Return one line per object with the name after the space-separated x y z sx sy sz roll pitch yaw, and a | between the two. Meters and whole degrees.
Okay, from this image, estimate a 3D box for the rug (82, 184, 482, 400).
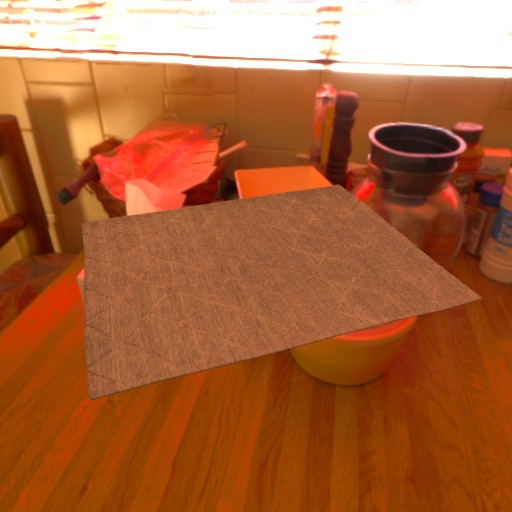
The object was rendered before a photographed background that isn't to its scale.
0.000 0.000 4.102 3.048 0.013 2.438 -11 34 -16 | rug
